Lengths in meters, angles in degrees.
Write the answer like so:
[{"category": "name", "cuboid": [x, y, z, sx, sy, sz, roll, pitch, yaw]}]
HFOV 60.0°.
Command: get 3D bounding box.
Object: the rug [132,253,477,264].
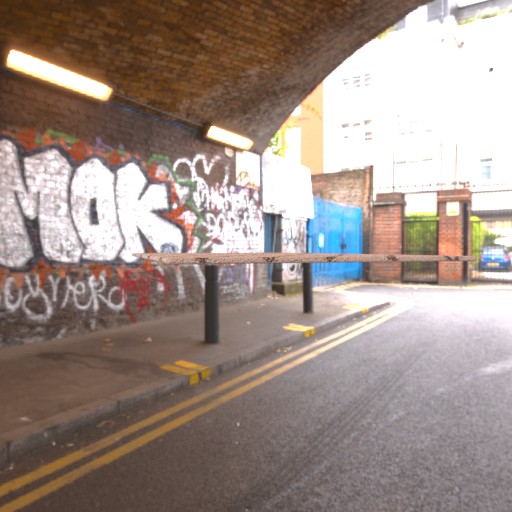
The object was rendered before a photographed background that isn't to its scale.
[{"category": "rug", "cuboid": [0.000, 0.000, 3.561, 1.778, 0.030, 2.743, 0, 1, -19]}]
